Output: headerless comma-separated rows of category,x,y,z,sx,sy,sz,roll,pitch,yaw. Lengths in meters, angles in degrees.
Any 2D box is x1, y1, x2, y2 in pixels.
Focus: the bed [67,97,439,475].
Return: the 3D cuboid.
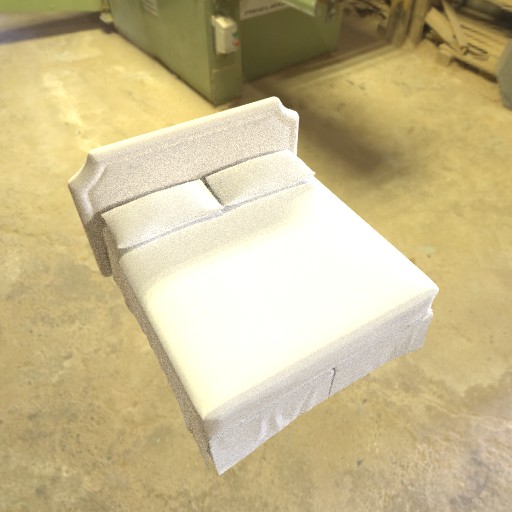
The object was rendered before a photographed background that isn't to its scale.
bed,0.000,0.000,3.502,2.160,1.301,2.204,-24,51,-21
